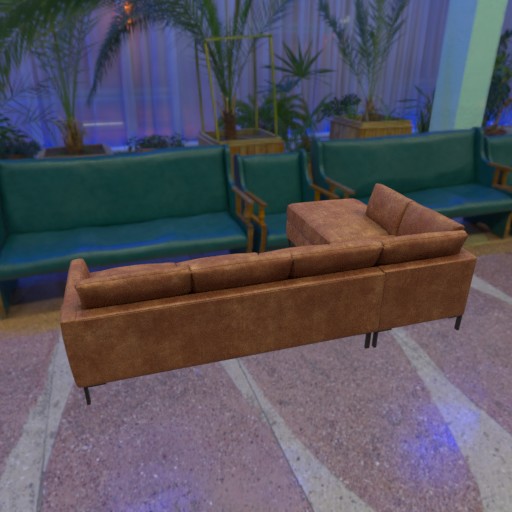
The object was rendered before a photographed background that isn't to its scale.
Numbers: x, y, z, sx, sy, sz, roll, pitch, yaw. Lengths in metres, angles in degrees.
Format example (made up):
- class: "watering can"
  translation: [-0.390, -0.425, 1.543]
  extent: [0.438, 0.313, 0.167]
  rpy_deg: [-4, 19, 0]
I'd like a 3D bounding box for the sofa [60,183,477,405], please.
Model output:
- class: "sofa"
  translation: [0.000, 0.000, 3.868]
  extent: [2.984, 0.877, 1.938]
  rpy_deg: [-7, 26, -15]
